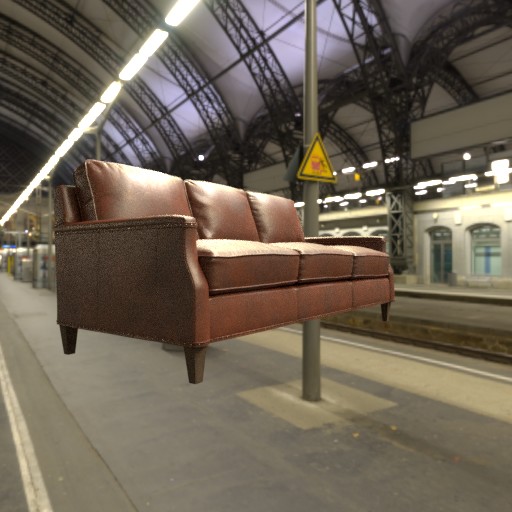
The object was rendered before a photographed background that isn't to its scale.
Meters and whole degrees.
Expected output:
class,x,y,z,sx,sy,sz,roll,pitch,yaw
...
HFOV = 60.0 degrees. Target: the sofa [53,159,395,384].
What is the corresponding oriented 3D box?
class,x,y,z,sx,sy,sz,roll,pitch,yaw
sofa,0.000,0.000,2.867,1.084,1.003,2.240,0,0,36
